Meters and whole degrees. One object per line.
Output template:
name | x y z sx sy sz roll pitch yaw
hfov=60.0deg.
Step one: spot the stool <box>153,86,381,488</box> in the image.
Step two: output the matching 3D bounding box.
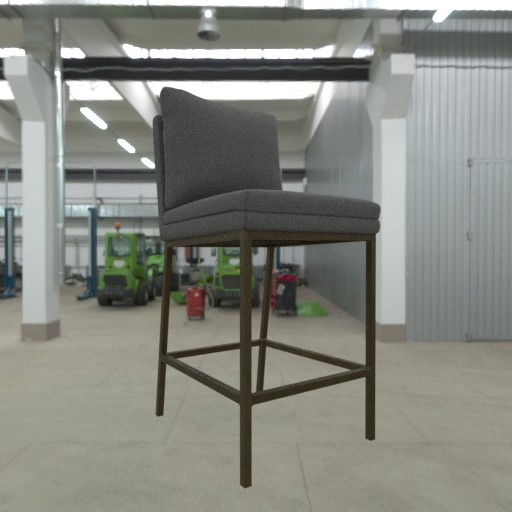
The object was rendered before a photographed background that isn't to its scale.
stool | 0.000 0.000 1.330 0.463 1.030 0.569 -1 1 -36
